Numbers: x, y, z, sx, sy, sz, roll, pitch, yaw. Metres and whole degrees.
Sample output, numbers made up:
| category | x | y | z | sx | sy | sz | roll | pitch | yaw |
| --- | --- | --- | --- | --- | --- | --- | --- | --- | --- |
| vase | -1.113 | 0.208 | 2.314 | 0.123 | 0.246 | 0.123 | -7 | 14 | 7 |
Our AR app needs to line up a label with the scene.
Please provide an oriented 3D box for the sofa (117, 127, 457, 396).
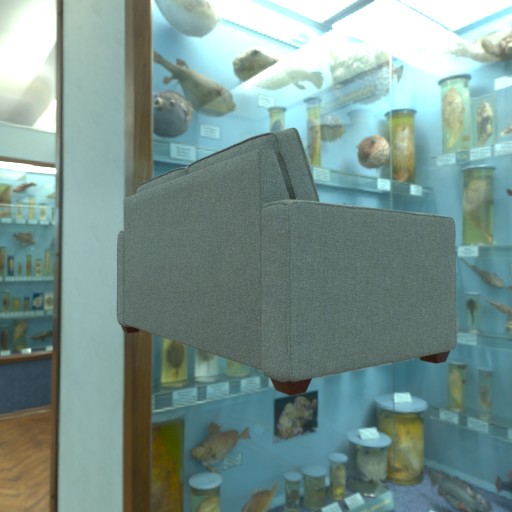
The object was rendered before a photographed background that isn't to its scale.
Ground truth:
| category | x | y | z | sx | sy | sz | roll | pitch | yaw |
| --- | --- | --- | --- | --- | --- | --- | --- | --- | --- |
| sofa | 0.000 | 0.000 | 2.308 | 0.945 | 0.915 | 1.706 | 1 | -1 | -35 |
